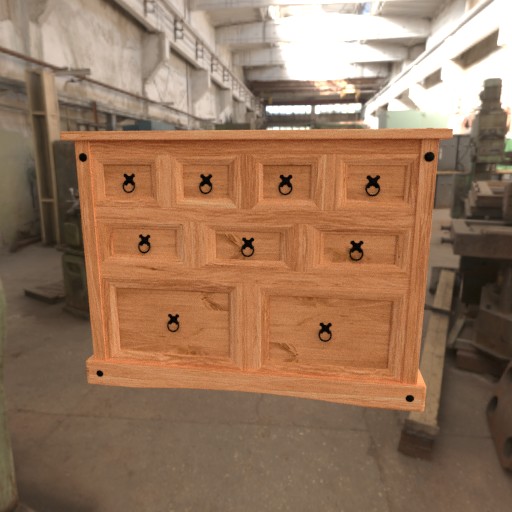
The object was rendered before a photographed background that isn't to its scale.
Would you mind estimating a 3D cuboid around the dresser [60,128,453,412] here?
[{"bbox_3d":[0.000,0.000,1.379,0.990,0.740,0.410,2,13,9],"label":"dresser"}]
